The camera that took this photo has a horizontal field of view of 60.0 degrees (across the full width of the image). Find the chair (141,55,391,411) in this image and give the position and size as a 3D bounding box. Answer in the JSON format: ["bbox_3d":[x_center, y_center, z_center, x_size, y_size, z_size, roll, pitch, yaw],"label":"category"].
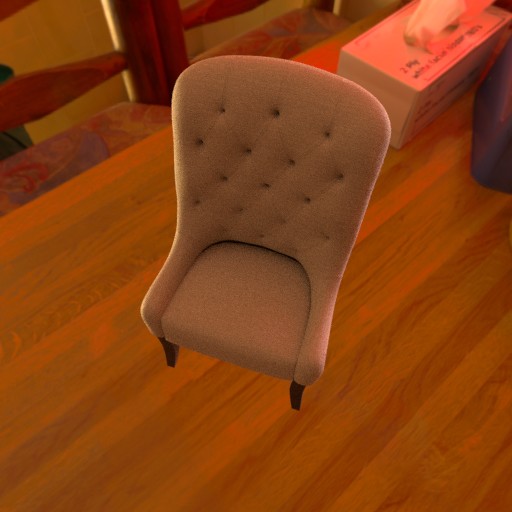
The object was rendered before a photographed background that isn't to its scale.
[{"bbox_3d":[0.000,0.000,1.502,0.634,1.091,0.629,16,60,10],"label":"chair"}]
